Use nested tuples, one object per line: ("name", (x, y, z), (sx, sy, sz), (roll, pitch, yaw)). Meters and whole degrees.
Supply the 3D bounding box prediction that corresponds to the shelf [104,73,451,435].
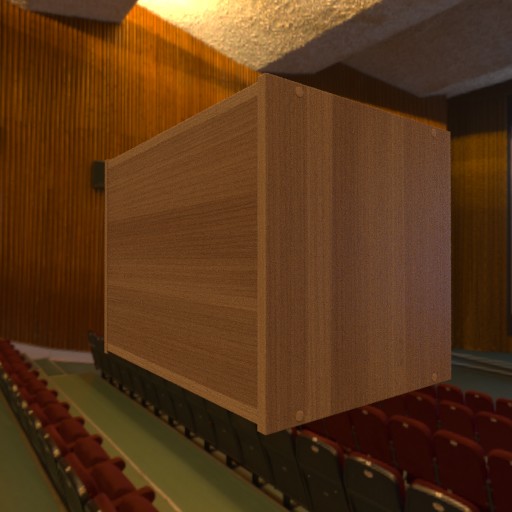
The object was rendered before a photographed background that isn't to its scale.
("shelf", (0.000, 0.000, 0.625), (0.290, 0.305, 0.415), (0, -1, -37))
